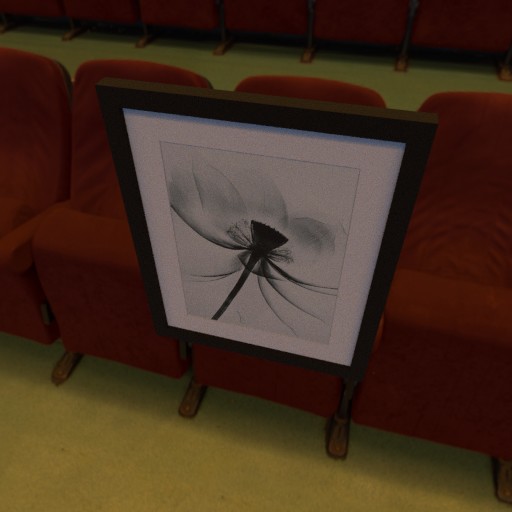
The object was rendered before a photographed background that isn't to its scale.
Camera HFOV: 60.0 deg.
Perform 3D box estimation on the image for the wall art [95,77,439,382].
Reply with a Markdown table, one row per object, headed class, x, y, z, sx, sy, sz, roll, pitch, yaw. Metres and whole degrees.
| class | x | y | z | sx | sy | sz | roll | pitch | yaw |
| --- | --- | --- | --- | --- | --- | --- | --- | --- | --- |
| wall art | 0.000 | 0.000 | 0.769 | 0.457 | 0.559 | 0.029 | 10 | 43 | 11 |
